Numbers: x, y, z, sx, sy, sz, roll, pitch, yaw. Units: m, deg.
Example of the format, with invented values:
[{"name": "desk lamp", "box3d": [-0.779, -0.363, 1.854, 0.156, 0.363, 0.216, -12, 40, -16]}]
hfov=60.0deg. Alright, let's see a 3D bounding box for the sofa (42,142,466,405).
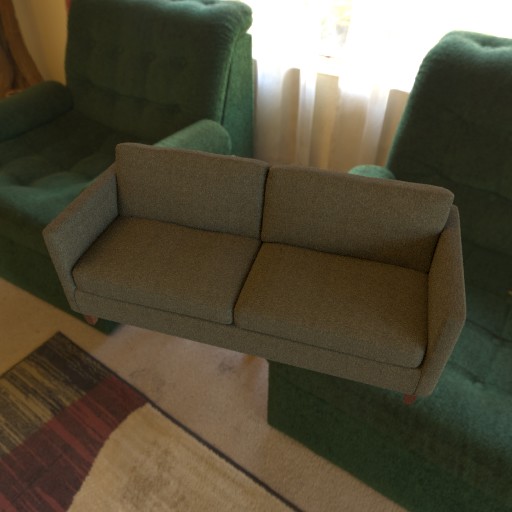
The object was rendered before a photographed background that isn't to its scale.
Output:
[{"name": "sofa", "box3d": [0.000, 0.000, 2.666, 2.208, 0.965, 0.948, 11, 42, 12]}]
